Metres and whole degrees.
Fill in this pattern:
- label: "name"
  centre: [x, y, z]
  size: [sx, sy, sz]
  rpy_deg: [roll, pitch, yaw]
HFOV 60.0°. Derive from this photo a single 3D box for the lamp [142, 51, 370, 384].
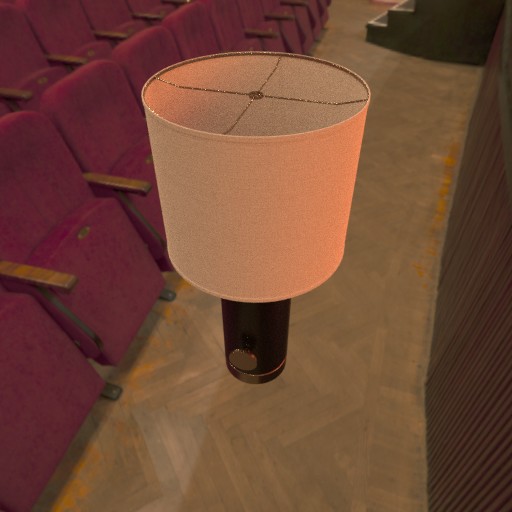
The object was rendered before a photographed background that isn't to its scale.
- label: "lamp"
  centre: [0.000, 0.000, 0.632]
  size: [0.241, 0.482, 0.240]
  rpy_deg: [11, 42, 12]
